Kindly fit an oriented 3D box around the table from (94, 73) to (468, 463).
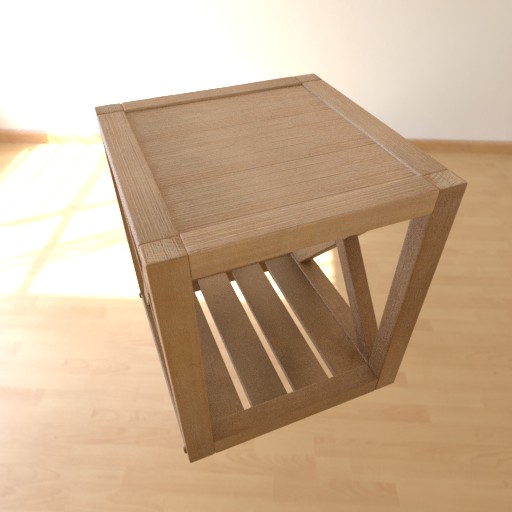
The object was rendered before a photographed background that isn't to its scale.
[{"bbox_3d":[0.000,0.000,1.064,0.558,0.610,0.559,-15,44,-16],"label":"table"}]
